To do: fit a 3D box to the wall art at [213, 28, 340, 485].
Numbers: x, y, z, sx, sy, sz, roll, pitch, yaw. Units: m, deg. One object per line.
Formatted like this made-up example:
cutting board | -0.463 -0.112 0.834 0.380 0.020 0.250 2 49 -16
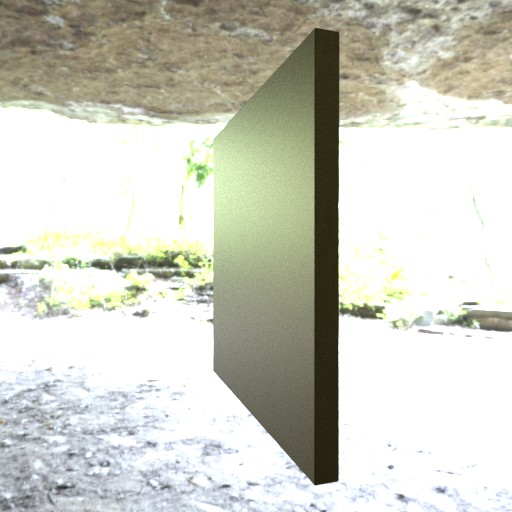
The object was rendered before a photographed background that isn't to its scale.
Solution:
wall art | 0.000 0.000 0.732 0.031 0.506 0.503 0 0 -18
